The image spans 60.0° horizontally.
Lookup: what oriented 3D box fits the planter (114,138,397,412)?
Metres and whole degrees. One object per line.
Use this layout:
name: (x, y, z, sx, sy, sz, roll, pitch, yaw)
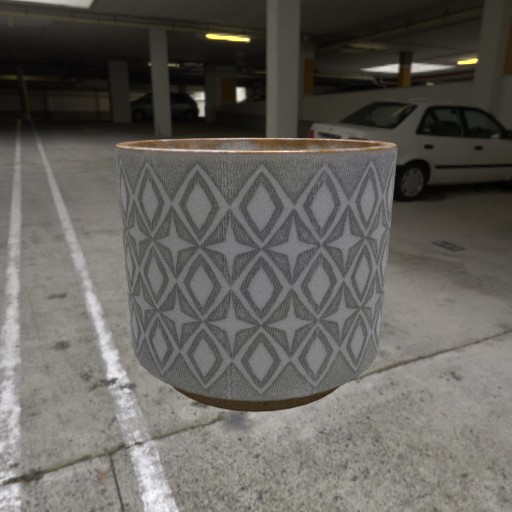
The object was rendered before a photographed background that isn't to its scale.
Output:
planter: (0.000, 0.000, 0.449, 0.255, 0.223, 0.255, 0, 17, 0)
